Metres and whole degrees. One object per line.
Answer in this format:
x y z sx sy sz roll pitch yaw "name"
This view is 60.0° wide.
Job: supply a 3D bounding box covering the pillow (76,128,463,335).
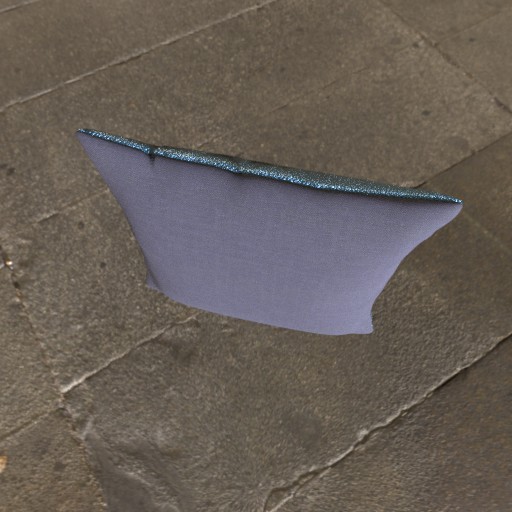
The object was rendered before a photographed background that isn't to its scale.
0.000 0.000 0.651 0.436 0.430 0.138 11 63 6 "pillow"
